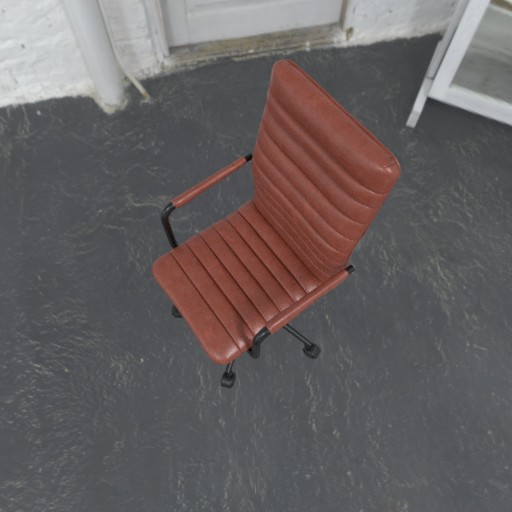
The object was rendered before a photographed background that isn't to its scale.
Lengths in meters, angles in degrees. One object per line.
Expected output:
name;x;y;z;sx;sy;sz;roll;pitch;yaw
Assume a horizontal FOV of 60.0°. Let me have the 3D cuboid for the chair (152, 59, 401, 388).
chair;0.000;0.000;1.352;0.580;0.979;0.608;-33;69;-15
